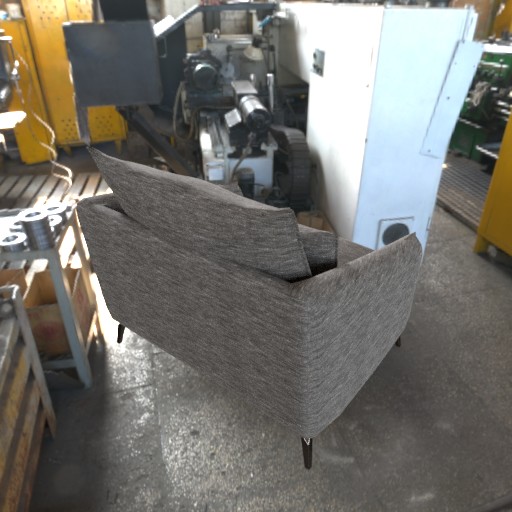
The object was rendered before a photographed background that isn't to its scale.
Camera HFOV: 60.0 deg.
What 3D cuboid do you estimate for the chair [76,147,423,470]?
[{"bbox_3d":[0.000,0.000,1.619,1.004,0.842,0.805,21,36,32],"label":"chair"}]
